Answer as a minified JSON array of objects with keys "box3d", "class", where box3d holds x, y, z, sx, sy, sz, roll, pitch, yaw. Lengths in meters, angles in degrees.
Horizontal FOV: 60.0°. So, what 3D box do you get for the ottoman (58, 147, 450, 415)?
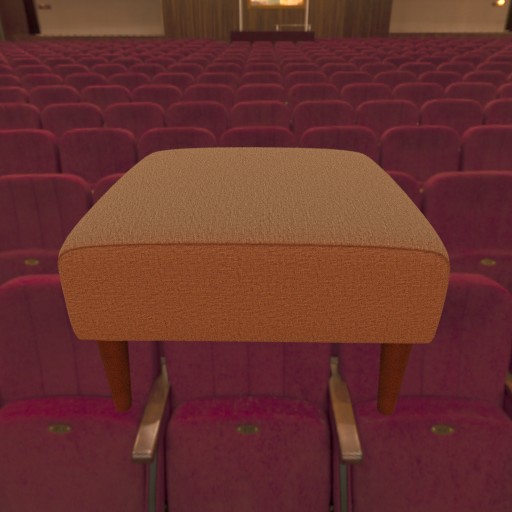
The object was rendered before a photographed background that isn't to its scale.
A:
[{"box3d":[0.000,0.000,1.036,0.649,0.398,0.650,0,26,1],"class":"ottoman"}]
